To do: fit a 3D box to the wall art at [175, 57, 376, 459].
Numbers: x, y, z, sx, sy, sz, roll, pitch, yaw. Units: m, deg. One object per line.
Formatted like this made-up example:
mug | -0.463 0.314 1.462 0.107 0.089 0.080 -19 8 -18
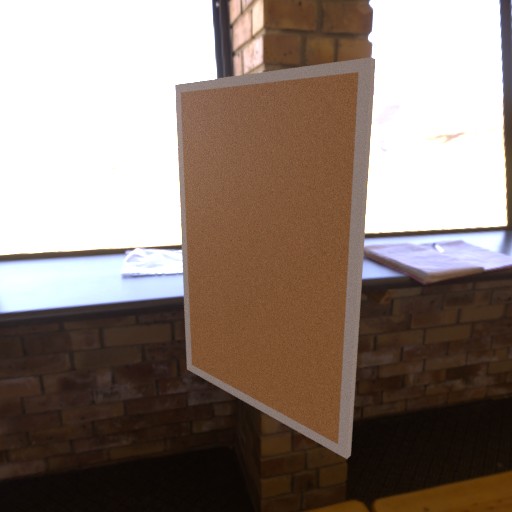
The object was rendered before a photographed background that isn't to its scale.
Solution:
wall art | 0.000 0.000 0.855 0.456 0.656 0.013 14 20 42
